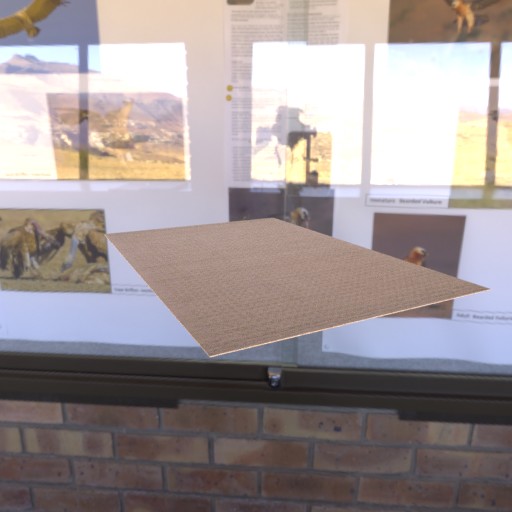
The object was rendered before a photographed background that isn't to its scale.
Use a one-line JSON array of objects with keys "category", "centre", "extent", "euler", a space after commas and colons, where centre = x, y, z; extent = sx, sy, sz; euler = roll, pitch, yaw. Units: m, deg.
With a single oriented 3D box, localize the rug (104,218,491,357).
[{"category": "rug", "centre": [0.000, 0.000, 3.712], "extent": [1.981, 0.006, 2.895], "euler": [-8, 17, -26]}]
